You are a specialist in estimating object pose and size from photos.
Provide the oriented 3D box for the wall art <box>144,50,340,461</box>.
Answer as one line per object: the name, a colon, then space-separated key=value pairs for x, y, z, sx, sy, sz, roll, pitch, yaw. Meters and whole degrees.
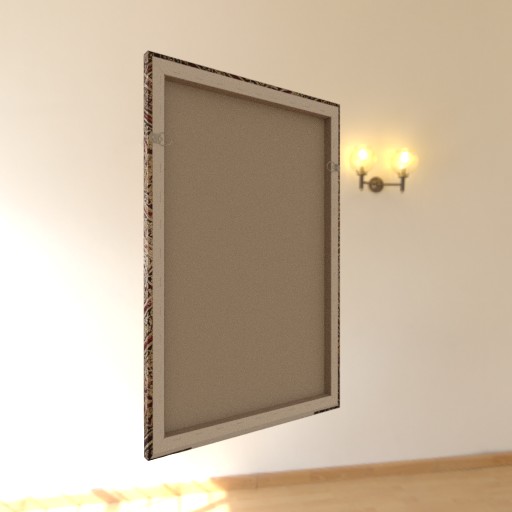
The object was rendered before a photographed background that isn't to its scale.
wall art: x=0.000 y=0.000 z=0.767 sx=0.397 sy=0.599 sz=0.020 roll=0 pitch=0 yaw=-35
